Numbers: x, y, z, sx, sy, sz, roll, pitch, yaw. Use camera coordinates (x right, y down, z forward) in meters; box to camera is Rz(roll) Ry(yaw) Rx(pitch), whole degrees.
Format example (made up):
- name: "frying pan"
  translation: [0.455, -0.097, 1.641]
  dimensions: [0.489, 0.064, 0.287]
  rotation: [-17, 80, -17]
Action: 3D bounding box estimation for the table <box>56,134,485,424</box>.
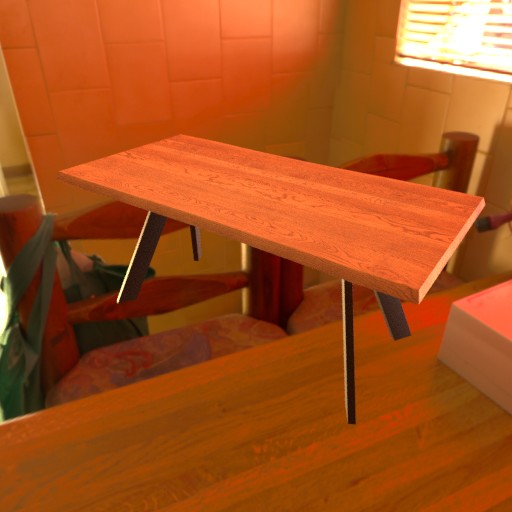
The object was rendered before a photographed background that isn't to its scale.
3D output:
- name: "table"
  translation: [0.000, 0.000, 2.229]
  dimensions: [1.800, 0.770, 0.900]
  rotation: [20, 35, 30]
